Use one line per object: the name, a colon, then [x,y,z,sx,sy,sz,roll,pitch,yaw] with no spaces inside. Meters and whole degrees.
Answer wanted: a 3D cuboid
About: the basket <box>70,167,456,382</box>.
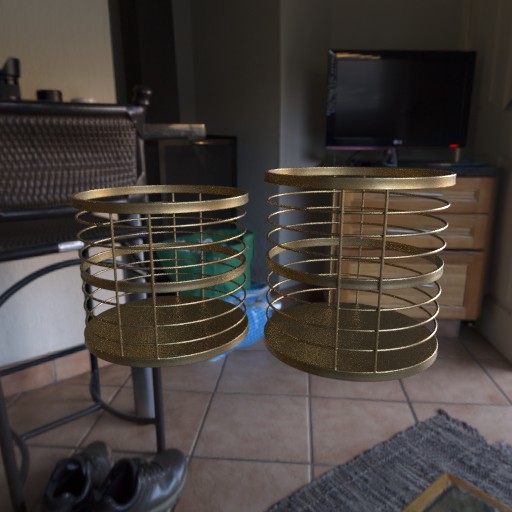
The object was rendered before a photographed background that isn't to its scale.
basket: [0.000,0.000,0.924,0.746,0.351,0.356,2,14,7]
